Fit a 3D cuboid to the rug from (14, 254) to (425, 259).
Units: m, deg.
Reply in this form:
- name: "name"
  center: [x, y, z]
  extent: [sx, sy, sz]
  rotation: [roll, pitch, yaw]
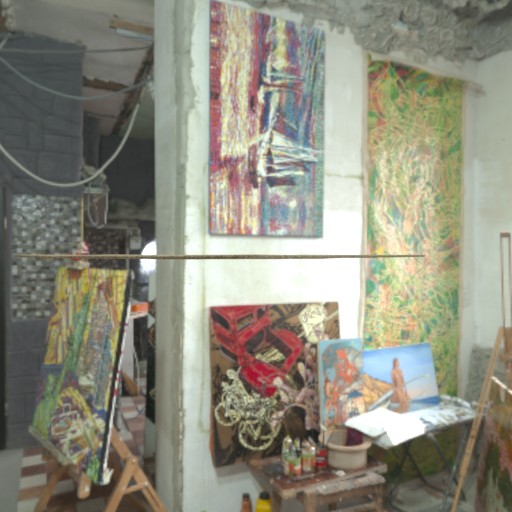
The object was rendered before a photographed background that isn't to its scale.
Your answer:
- name: "rug"
  center: [0.000, 0.000, 2.264]
  extent: [1.211, 0.018, 1.822]
  rotation: [0, 0, 35]
